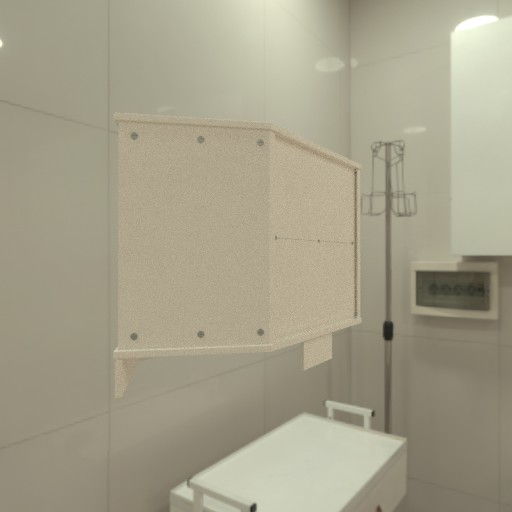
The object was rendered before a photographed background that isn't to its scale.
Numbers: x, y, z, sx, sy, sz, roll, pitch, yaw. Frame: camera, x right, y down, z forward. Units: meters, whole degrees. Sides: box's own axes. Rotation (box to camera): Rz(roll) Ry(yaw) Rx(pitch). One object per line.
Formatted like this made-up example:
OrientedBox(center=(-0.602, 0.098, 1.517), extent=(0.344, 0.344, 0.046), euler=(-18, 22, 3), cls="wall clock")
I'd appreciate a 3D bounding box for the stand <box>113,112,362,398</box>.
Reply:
OrientedBox(center=(0.000, 0.000, 1.390), extent=(0.477, 0.614, 1.072), euler=(0, 0, 35), cls="stand")
